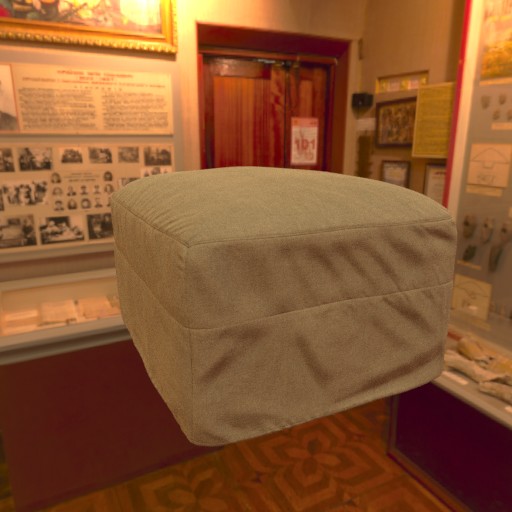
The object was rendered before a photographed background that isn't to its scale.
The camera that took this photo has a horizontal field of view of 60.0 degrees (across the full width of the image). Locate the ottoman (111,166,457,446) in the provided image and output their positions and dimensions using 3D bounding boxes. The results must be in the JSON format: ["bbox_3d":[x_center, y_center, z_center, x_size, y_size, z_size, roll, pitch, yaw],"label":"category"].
[{"bbox_3d":[0.000,0.000,1.232,0.683,0.481,0.837,-7,17,-25],"label":"ottoman"}]
